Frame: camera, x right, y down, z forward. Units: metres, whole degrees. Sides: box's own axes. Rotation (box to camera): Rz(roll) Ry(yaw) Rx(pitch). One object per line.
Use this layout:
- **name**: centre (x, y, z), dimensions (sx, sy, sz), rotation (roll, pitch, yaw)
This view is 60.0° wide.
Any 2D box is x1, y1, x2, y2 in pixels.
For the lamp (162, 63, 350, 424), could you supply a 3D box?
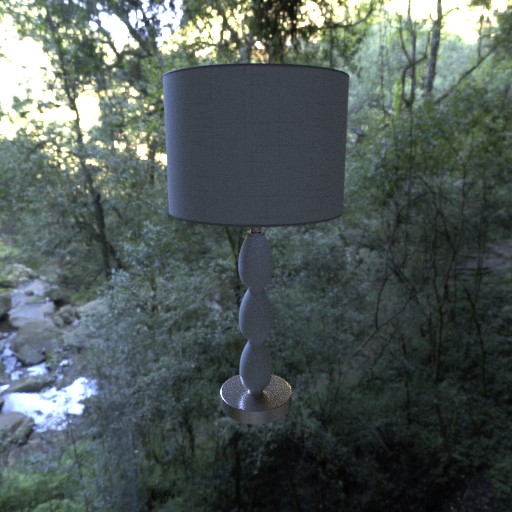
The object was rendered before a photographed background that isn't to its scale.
- **lamp**: centre (0.000, 0.000, 0.745), dimensions (0.280, 0.559, 0.282), rotation (-2, 15, -8)
